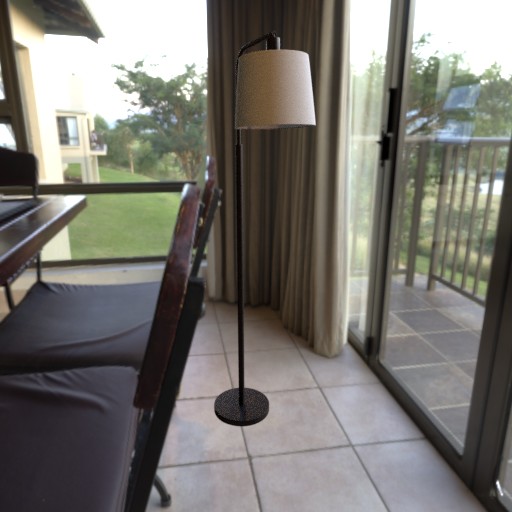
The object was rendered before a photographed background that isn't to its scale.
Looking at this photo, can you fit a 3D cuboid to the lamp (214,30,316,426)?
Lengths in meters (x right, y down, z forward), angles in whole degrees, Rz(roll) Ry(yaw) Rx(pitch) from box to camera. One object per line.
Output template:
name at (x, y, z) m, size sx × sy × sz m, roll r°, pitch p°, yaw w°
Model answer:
lamp at (0.000, 0.000, 1.643) m, size 0.254 × 1.478 × 0.508 m, roll -9°, pitch 19°, yaw -28°
